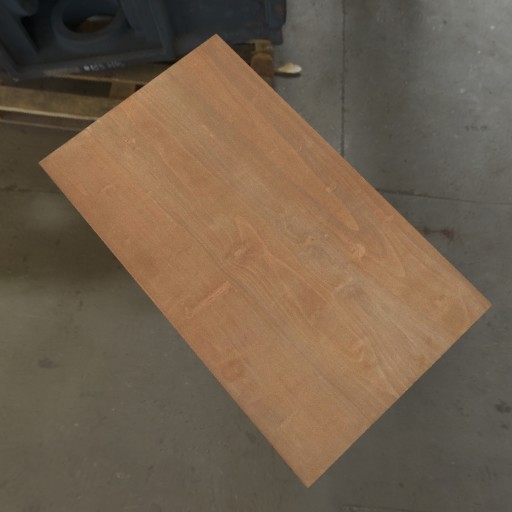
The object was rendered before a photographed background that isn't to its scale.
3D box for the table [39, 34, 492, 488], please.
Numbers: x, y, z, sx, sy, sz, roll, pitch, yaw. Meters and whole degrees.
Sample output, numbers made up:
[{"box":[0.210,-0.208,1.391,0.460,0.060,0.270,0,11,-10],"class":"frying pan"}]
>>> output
[{"box":[0.000,0.000,2.109,0.946,0.780,1.609,-40,79,-10],"class":"table"}]
